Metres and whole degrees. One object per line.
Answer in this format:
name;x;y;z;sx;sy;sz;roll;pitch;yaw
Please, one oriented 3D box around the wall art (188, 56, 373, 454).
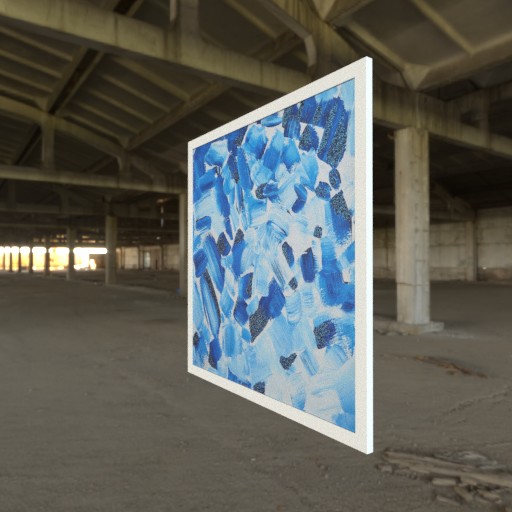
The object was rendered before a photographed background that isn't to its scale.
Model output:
wall art;0.000;0.000;1.010;0.015;0.660;0.660;0;-1;-35
